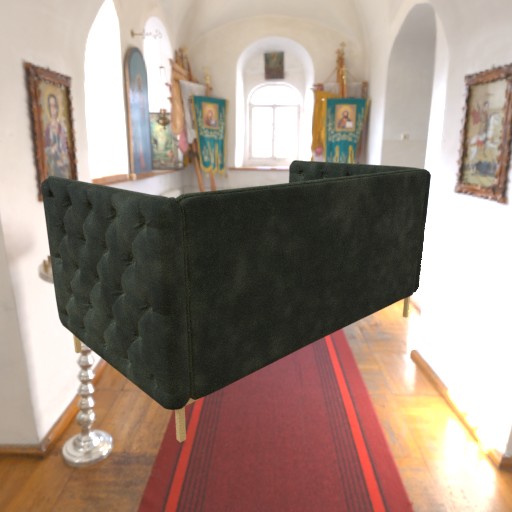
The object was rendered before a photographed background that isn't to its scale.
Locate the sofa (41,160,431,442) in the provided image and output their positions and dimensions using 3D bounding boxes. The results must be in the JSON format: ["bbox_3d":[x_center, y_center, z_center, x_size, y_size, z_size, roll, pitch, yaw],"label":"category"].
[{"bbox_3d":[0.000,0.000,2.023,1.537,0.768,0.895,-14,21,-41],"label":"sofa"}]
